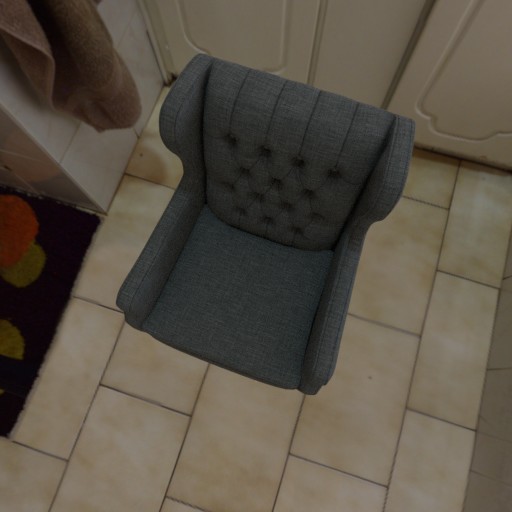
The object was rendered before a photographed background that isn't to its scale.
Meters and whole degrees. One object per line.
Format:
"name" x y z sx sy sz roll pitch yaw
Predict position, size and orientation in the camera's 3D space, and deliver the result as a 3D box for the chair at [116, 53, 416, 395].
"chair" 0.000 0.000 1.521 0.711 0.953 0.775 20 75 5
